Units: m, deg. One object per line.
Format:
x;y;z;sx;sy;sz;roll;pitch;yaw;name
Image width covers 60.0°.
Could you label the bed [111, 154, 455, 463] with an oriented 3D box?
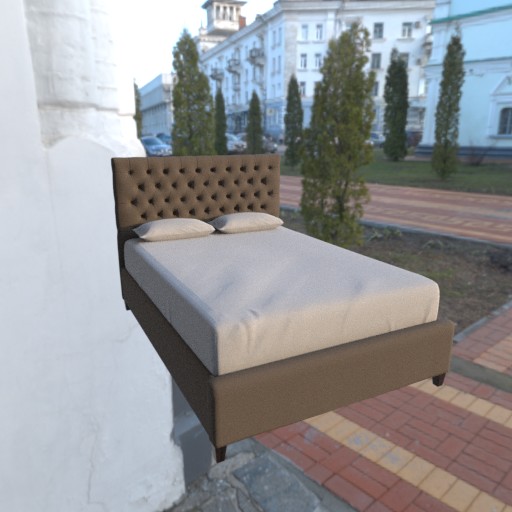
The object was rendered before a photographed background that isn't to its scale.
0.000;0.000;3.424;1.698;1.427;2.387;-8;17;-26;bed
